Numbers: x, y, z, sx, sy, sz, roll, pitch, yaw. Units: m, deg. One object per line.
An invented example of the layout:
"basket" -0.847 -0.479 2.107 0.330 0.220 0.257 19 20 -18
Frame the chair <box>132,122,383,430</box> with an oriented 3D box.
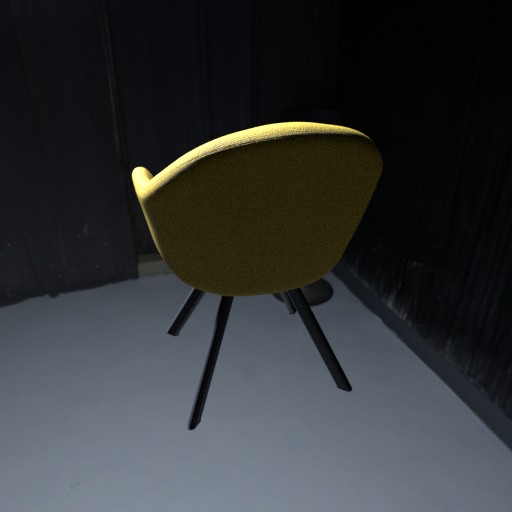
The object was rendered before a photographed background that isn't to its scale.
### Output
"chair" 0.000 0.000 1.214 0.590 0.795 0.550 -8 29 -15
